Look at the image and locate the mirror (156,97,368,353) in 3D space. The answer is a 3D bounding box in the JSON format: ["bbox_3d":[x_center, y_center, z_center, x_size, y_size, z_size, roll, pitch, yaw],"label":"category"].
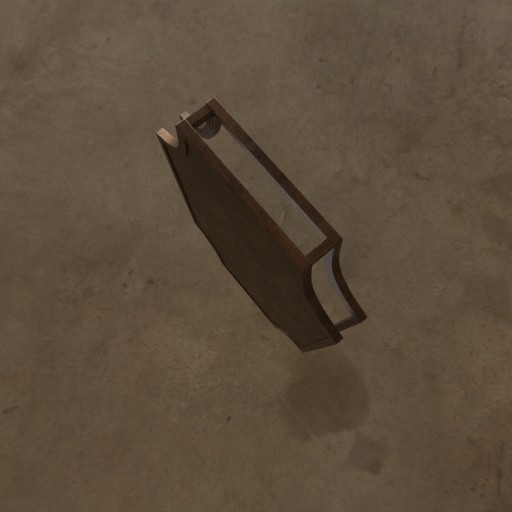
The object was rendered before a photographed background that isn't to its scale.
[{"bbox_3d":[0.000,0.000,0.957,0.066,0.811,0.462,-39,79,-9],"label":"mirror"}]
